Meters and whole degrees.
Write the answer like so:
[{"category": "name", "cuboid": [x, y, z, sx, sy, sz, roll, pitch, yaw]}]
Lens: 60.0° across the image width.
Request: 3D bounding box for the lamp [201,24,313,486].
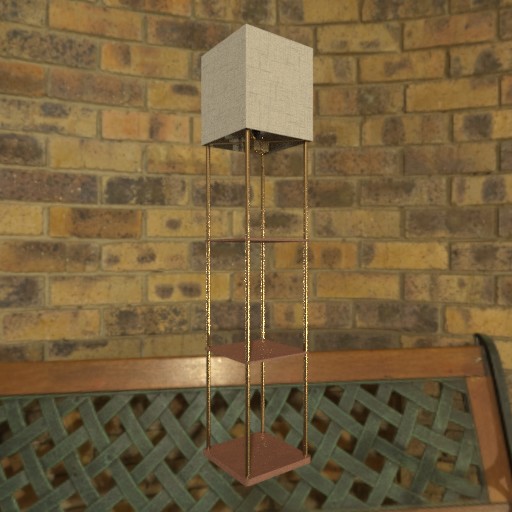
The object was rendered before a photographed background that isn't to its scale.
[{"category": "lamp", "cuboid": [0.000, 0.000, 1.714, 0.308, 1.569, 0.310, 0, 0, -36]}]
